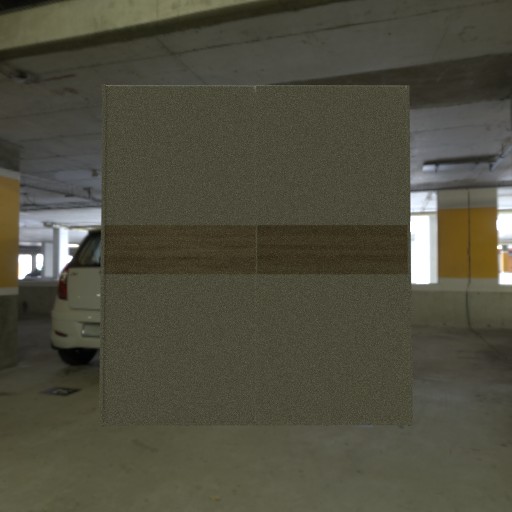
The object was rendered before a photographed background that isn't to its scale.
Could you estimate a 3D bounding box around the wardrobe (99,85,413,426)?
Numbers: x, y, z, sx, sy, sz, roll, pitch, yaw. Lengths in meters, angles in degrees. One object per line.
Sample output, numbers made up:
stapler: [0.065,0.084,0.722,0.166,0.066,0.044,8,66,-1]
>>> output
wardrobe: [0.000,0.000,2.915,1.830,2.020,0.600,0,-2,0]
